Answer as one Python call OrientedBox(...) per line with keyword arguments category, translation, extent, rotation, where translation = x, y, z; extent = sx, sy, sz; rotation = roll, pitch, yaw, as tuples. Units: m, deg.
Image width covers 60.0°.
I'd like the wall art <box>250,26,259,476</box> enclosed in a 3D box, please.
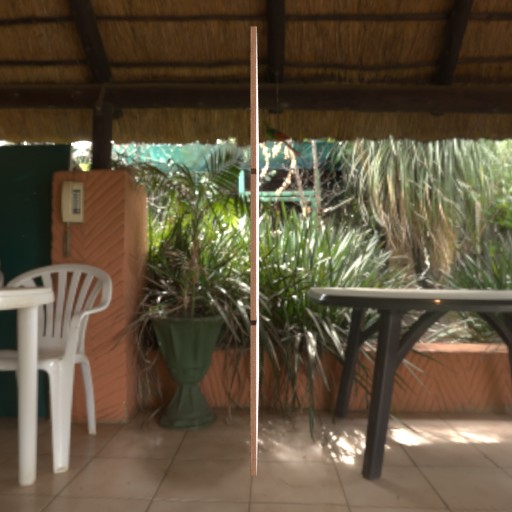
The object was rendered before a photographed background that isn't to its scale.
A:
OrientedBox(category="wall art", translation=(0.000, 0.000, 1.854), extent=(0.017, 1.246, 1.256), rotation=(0, -2, 1))
